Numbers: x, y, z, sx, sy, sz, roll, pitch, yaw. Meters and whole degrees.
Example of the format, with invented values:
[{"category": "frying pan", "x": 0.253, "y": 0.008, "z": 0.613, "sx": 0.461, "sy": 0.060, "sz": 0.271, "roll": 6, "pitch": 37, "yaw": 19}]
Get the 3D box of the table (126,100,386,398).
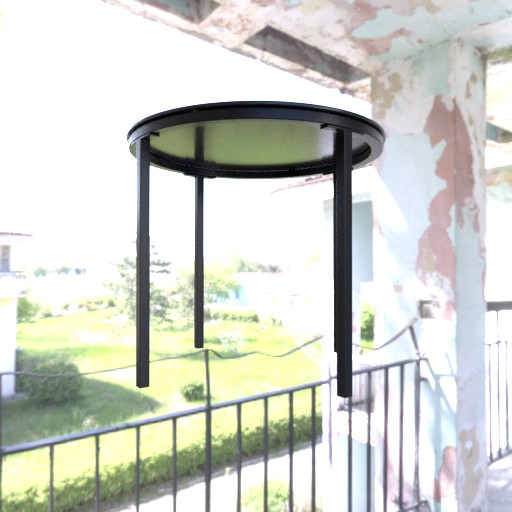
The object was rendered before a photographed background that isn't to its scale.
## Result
[{"category": "table", "x": 0.000, "y": 0.000, "z": 0.884, "sx": 0.499, "sy": 0.443, "sz": 0.499, "roll": 0, "pitch": -1, "yaw": 0}]
